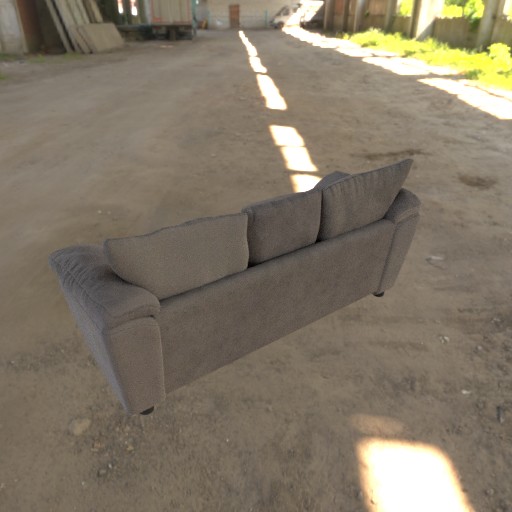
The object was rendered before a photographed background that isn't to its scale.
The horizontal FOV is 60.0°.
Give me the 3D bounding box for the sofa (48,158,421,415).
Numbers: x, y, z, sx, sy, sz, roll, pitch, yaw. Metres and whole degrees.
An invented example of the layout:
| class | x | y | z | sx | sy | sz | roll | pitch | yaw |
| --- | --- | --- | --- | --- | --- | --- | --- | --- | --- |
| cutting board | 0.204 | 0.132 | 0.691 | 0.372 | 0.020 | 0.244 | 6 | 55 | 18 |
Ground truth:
| class | x | y | z | sx | sy | sz | roll | pitch | yaw |
| --- | --- | --- | --- | --- | --- | --- | --- | --- | --- |
| sofa | 0.000 | 0.000 | 2.892 | 2.336 | 1.073 | 0.878 | -20 | 35 | -31 |
